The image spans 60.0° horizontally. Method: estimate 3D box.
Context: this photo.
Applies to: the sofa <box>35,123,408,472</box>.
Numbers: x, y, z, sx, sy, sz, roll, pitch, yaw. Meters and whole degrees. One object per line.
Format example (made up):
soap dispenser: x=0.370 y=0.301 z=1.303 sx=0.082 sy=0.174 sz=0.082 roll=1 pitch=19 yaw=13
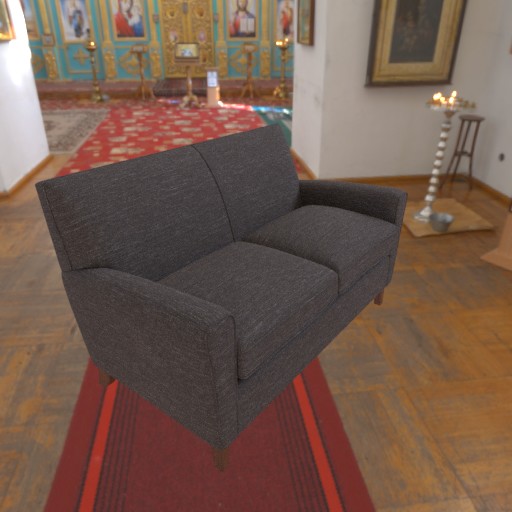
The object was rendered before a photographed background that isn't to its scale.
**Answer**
sofa: x=0.000 y=0.000 z=2.017 sx=0.867 sy=0.905 sz=1.509 roll=19 pitch=32 yaw=33
